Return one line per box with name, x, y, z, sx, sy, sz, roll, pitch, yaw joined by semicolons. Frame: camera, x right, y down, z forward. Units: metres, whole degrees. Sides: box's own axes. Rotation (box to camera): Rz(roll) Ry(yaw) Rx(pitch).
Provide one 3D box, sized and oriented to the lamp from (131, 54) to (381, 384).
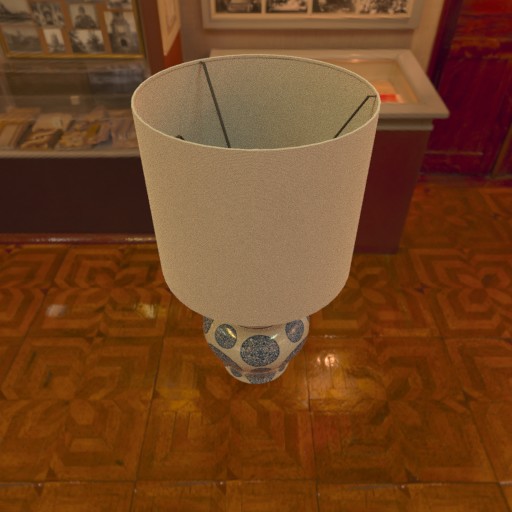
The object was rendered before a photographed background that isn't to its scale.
lamp;0.000;0.000;0.514;0.215;0.381;0.215;1;41;2
